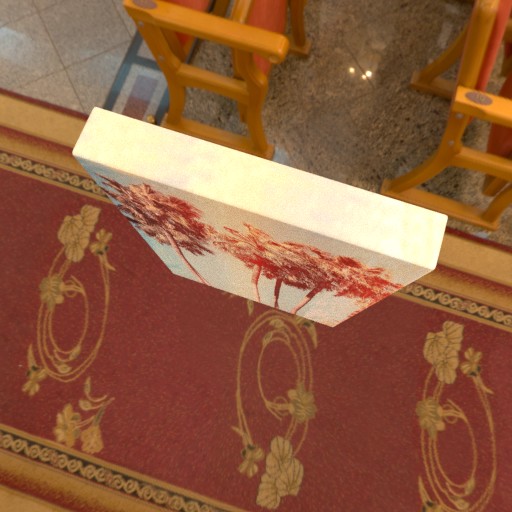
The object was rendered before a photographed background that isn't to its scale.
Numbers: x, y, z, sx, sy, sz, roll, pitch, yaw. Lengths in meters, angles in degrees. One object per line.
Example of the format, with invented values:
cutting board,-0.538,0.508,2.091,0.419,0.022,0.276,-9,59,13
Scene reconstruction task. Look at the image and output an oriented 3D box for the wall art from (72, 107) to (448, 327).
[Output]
wall art,0.000,0.000,0.477,0.251,0.380,0.039,18,76,5
